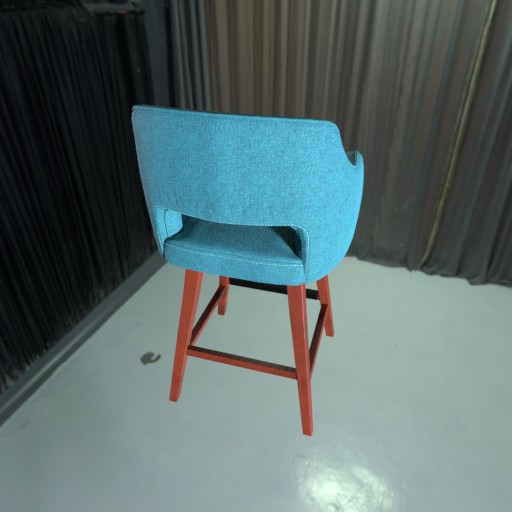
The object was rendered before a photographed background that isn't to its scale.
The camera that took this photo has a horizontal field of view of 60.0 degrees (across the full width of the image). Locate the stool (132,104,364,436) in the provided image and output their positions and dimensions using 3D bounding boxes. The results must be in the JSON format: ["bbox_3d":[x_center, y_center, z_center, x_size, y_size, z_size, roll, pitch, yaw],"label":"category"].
[{"bbox_3d":[0.000,0.000,1.304,0.548,0.961,0.556,9,34,14],"label":"stool"}]
